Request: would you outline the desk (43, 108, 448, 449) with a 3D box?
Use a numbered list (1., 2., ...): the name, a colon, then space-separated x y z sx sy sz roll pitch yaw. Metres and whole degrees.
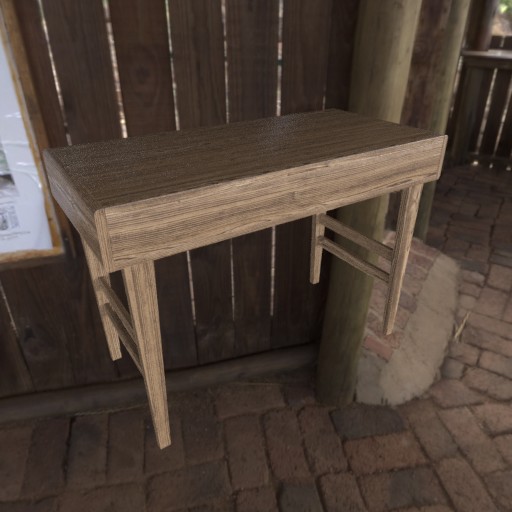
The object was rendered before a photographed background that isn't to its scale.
1. desk: 0.000 0.000 1.461 1.067 0.755 0.508 -18 34 -29
